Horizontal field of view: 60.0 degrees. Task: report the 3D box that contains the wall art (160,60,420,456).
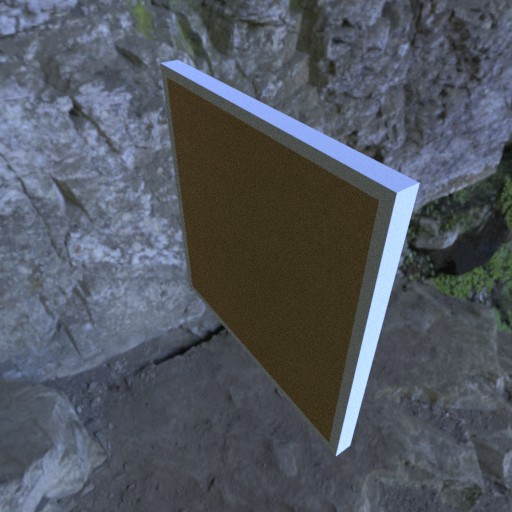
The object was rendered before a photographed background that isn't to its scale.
[{"bbox_3d":[0.000,0.000,0.451,0.020,0.307,0.307,-24,45,-27],"label":"wall art"}]
